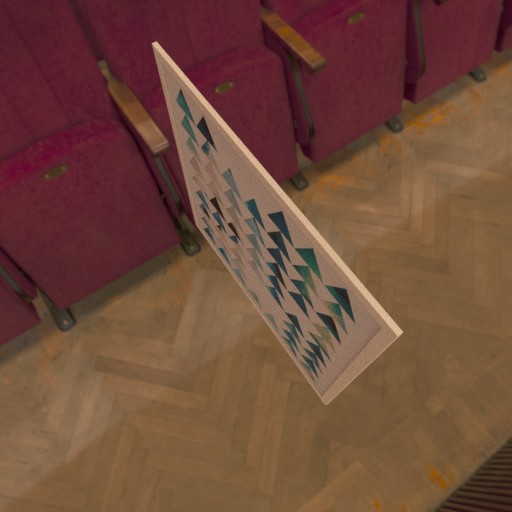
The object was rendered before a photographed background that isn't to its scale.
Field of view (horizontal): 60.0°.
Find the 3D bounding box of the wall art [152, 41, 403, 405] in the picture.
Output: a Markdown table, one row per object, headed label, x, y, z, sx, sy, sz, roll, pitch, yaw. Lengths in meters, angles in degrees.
| label | x | y | z | sx | sy | sz | roll | pitch | yaw |
| --- | --- | --- | --- | --- | --- | --- | --- | --- | --- |
| wall art | 0.000 | 0.000 | 1.209 | 0.012 | 0.809 | 0.809 | -31 | 68 | -14 |
